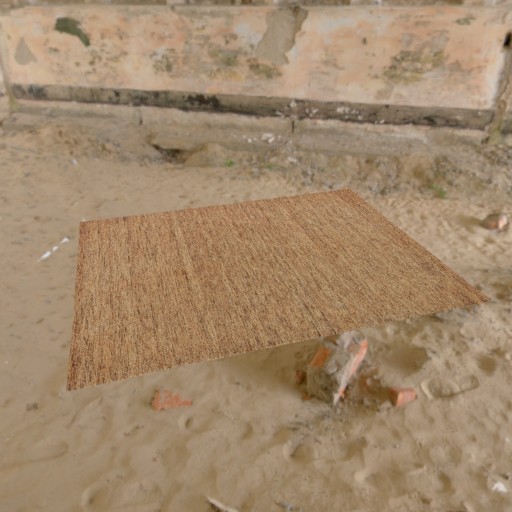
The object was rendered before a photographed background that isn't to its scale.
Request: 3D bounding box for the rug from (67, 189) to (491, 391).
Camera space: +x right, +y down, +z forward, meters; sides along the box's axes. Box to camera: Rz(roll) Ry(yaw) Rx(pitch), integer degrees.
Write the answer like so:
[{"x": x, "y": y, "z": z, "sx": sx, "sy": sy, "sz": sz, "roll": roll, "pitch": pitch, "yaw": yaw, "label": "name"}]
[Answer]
[{"x": 0.000, "y": 0.000, "z": 4.148, "sx": 3.200, "sy": 0.012, "sz": 2.438, "roll": -9, "pitch": 32, "yaw": -14, "label": "rug"}]
